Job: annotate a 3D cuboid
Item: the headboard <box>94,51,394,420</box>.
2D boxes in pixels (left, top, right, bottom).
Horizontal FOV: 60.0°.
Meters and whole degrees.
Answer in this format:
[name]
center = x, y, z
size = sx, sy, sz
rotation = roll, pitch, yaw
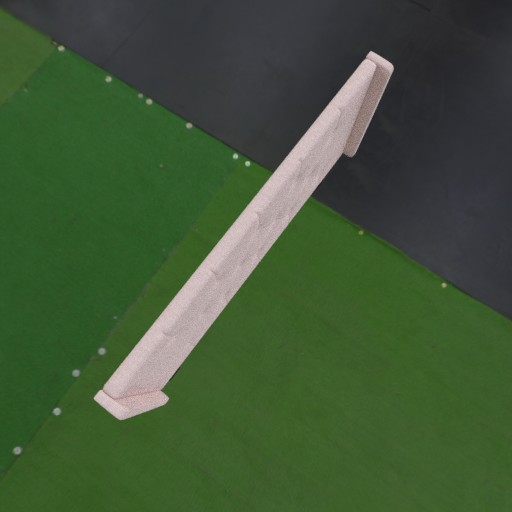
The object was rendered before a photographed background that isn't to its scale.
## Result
[headboard]
center = 0.000, 0.000, 2.715
size = 0.184, 1.524, 2.051
rotation = 36, 78, 9
